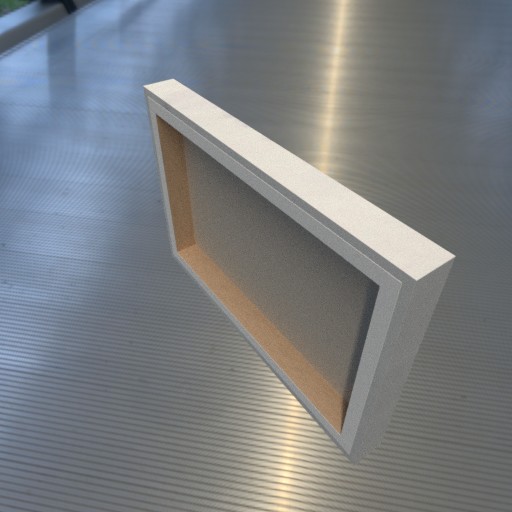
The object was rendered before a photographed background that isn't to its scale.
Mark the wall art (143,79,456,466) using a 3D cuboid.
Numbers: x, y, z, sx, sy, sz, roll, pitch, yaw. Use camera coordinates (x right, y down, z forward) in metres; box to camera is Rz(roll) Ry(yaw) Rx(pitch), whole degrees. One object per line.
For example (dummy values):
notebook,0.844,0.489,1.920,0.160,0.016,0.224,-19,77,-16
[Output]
wall art,0.000,0.000,0.472,0.038,0.254,0.381,-25,47,-26
